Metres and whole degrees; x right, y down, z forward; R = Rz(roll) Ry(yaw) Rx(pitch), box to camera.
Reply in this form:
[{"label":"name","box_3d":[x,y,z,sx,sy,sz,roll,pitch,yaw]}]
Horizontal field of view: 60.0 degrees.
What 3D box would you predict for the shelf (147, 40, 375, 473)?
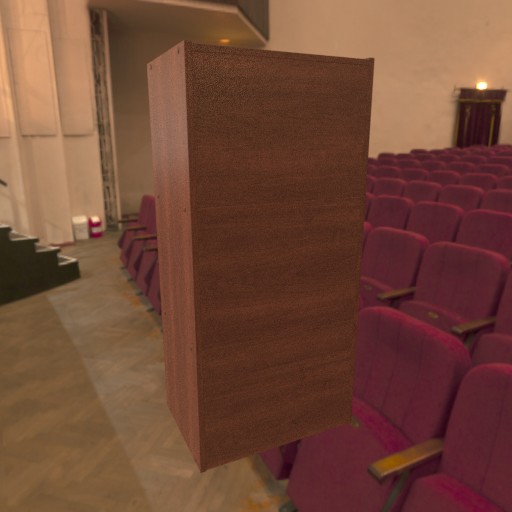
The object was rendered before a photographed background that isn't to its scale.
[{"label":"shelf","box_3d":[0.000,0.000,1.080,0.414,0.879,0.290,-7,17,-25]}]
